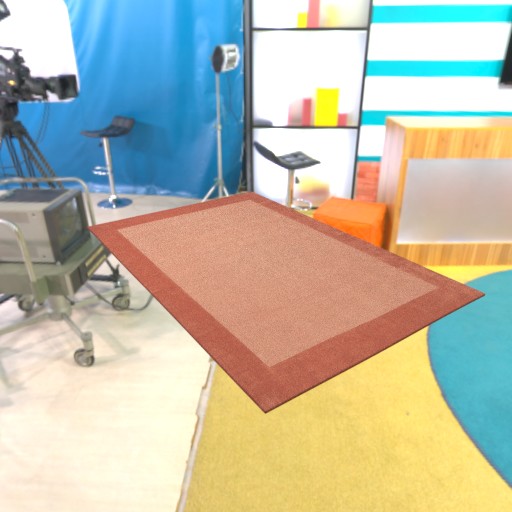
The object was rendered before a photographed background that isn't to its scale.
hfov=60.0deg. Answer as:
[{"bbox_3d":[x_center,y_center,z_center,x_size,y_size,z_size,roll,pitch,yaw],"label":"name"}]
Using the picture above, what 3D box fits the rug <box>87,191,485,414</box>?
[{"bbox_3d":[0.000,0.000,2.334,1.219,0.014,1.829,-17,31,-31],"label":"rug"}]
